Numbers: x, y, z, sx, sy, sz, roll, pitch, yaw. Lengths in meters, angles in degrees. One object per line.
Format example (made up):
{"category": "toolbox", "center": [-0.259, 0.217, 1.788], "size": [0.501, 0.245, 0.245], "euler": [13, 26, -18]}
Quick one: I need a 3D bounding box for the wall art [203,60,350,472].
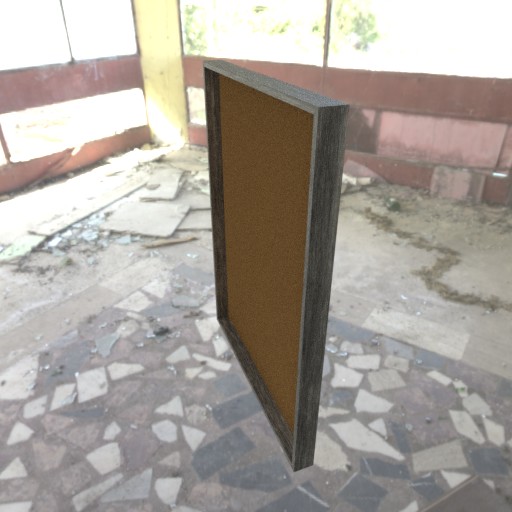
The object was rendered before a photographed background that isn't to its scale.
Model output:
{"category": "wall art", "center": [0.000, 0.000, 1.342], "size": [0.063, 1.016, 0.762], "euler": [-11, 32, -18]}
